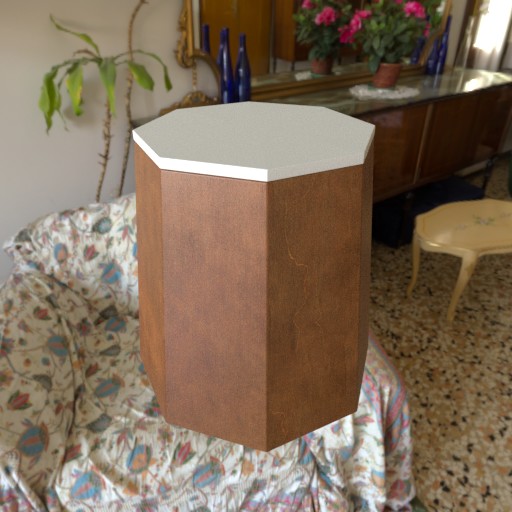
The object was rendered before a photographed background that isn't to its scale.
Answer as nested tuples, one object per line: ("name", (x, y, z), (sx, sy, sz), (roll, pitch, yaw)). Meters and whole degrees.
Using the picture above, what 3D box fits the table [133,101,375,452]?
("table", (0.000, 0.000, 0.794), (0.439, 0.457, 0.439), (9, 32, 14))
